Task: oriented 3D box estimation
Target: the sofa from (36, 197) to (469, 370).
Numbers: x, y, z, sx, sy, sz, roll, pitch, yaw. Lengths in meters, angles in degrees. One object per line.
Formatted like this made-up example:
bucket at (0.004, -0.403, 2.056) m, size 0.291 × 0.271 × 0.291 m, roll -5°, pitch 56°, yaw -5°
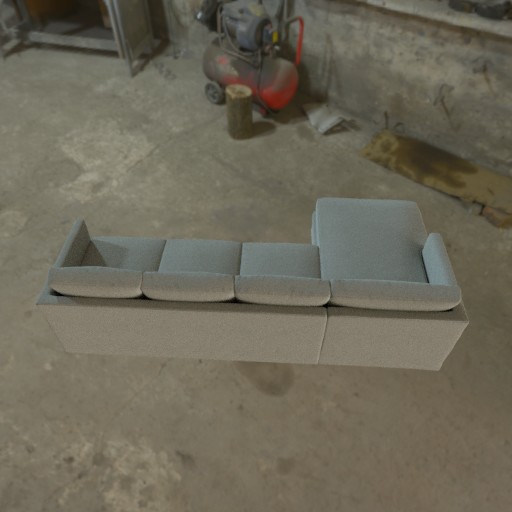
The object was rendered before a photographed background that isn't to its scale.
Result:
sofa at (0.000, 0.000, 3.972) m, size 3.205 × 0.922 × 1.650 m, roll 2°, pitch 48°, yaw 2°
